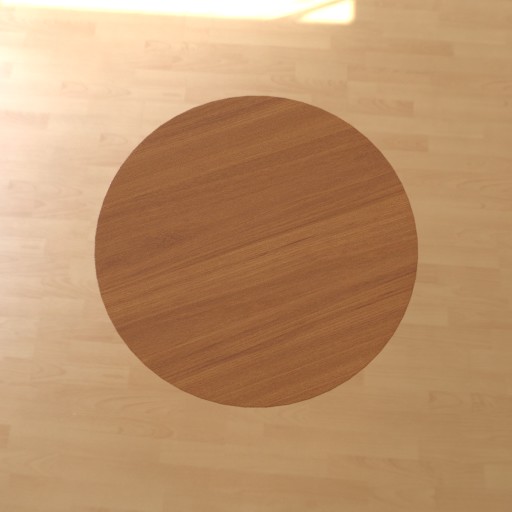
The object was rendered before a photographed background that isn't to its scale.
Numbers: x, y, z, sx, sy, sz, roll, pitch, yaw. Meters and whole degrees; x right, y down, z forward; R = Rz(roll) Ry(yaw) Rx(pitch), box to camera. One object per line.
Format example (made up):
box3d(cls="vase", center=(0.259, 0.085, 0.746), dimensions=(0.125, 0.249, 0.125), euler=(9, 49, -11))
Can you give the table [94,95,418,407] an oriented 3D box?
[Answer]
box3d(cls="table", center=(0.000, 0.000, 1.640), dimensions=(1.029, 0.490, 1.029), euler=(0, 76, 0))
